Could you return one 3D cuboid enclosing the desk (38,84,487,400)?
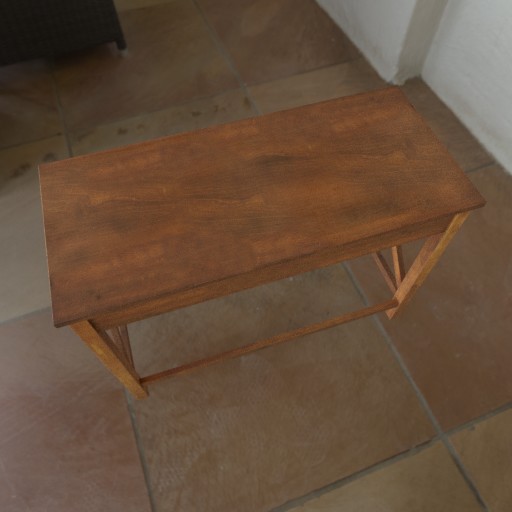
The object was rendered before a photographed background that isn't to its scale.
[{"bbox_3d":[0.000,0.000,1.529,1.117,0.762,0.508,-16,60,-9],"label":"desk"}]
